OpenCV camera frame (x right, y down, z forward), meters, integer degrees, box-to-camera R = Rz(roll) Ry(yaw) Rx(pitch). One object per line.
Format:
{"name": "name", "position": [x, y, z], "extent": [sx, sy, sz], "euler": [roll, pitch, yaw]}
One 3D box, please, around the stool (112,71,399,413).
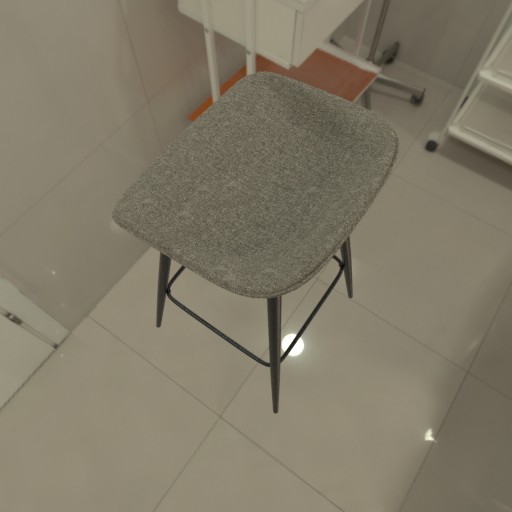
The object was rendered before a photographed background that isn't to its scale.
{"name": "stool", "position": [0.000, 0.000, 1.116], "extent": [0.480, 0.814, 0.469], "euler": [32, 68, 15]}
